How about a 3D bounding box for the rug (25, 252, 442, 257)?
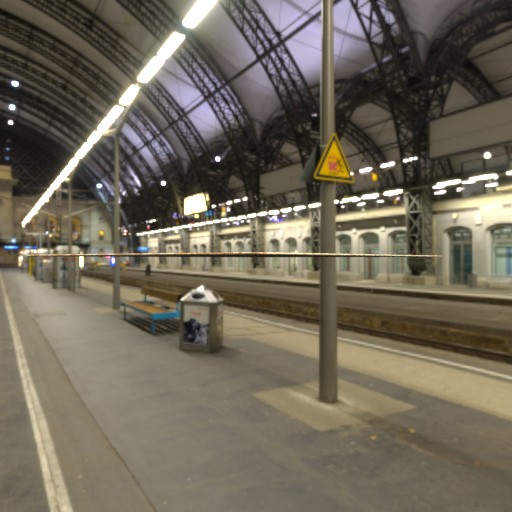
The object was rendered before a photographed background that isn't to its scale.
[{"bbox_3d":[0.000,0.000,4.084,2.441,0.011,3.050,0,0,38],"label":"rug"}]
